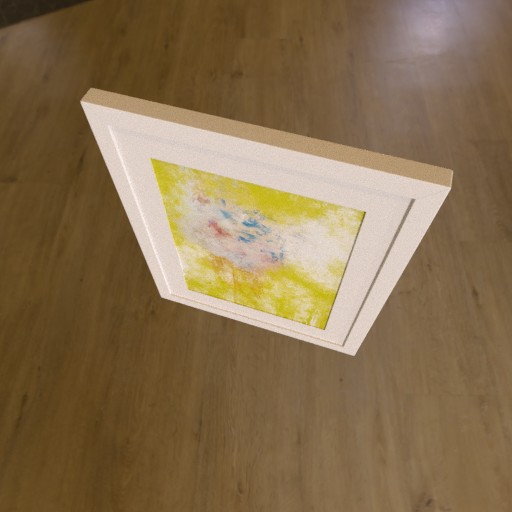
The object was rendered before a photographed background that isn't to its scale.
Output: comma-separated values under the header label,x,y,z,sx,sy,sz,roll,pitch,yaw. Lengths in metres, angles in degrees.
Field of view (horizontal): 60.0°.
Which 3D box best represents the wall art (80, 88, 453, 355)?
label,x,y,z,sx,sy,sz,roll,pitch,yaw
wall art,0.000,0.000,0.760,0.454,0.556,0.028,16,60,9
